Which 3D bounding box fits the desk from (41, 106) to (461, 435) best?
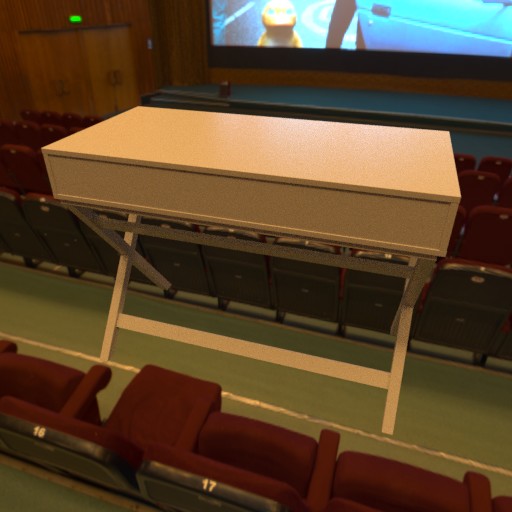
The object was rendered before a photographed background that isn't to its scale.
[{"bbox_3d":[0.000,0.000,1.468,1.059,0.780,0.509,10,33,15],"label":"desk"}]
